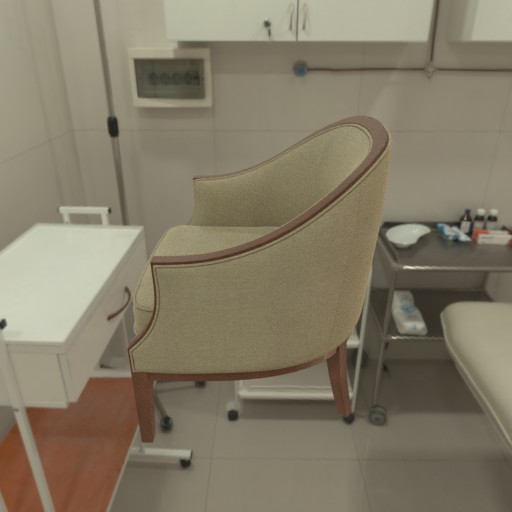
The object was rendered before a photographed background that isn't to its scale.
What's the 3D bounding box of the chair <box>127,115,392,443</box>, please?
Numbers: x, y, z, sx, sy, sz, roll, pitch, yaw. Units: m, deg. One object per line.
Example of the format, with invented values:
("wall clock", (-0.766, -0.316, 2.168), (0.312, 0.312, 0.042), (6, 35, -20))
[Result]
("chair", (0.000, 0.000, 1.474), (0.735, 0.876, 0.803), (0, 26, 1))
